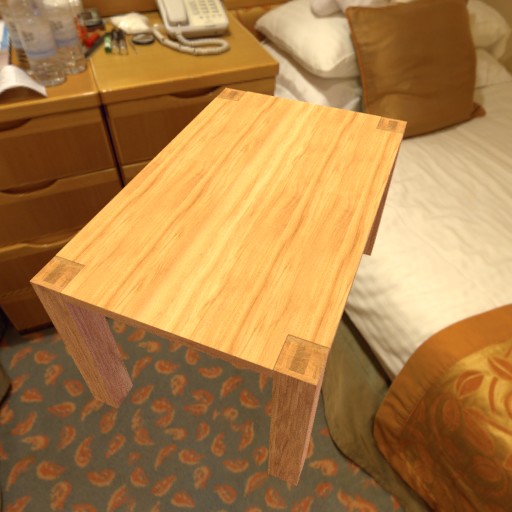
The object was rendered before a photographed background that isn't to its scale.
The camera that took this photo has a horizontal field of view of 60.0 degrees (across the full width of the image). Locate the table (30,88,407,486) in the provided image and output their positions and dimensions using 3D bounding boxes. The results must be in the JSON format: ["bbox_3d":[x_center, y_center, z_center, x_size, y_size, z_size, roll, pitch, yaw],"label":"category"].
[{"bbox_3d":[0.000,0.000,1.936,0.900,0.760,1.400,16,48,15],"label":"table"}]
